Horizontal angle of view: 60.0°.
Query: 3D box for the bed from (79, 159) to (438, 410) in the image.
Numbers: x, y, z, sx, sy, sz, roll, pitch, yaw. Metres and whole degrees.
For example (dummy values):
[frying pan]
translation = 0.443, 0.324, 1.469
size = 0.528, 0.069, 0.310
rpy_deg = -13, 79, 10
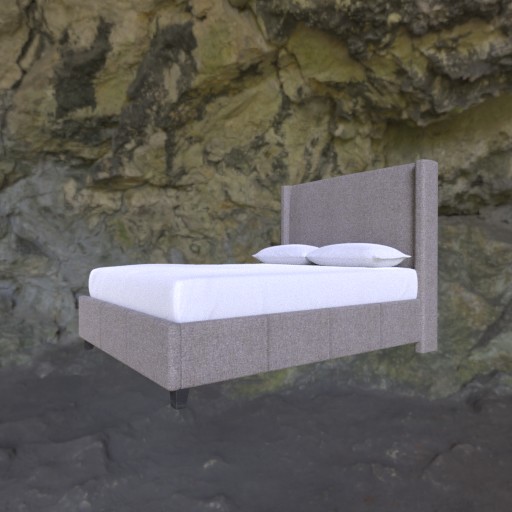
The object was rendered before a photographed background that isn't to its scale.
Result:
[bed]
translation = 0.000, 0.000, 3.467
size = 2.245, 1.476, 1.714
rpy_deg = 0, 1, -36
